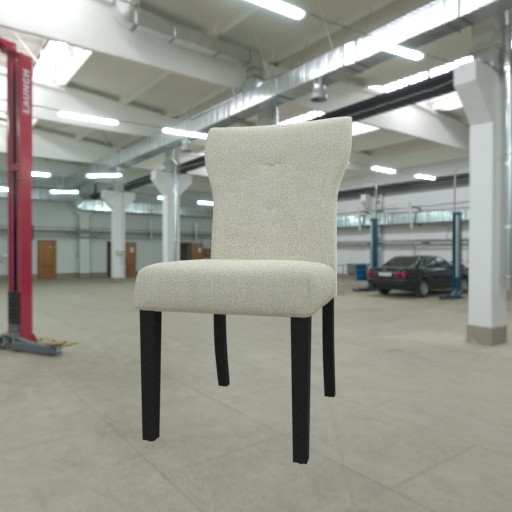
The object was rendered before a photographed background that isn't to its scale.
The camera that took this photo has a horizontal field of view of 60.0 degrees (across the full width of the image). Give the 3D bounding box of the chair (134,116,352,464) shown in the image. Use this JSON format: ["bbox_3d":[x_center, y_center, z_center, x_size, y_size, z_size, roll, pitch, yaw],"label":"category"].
[{"bbox_3d":[0.000,0.000,1.299,0.509,0.921,0.597,0,1,18],"label":"chair"}]
